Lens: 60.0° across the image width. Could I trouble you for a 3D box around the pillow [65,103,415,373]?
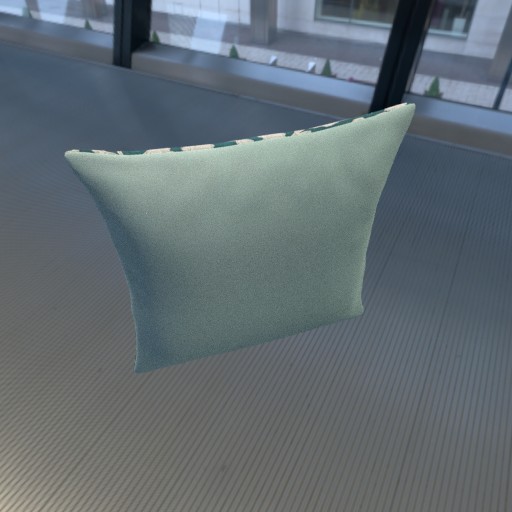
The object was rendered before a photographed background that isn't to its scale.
[{"bbox_3d":[0.000,0.000,0.803,0.525,0.508,0.166,-12,43,-13],"label":"pillow"}]
